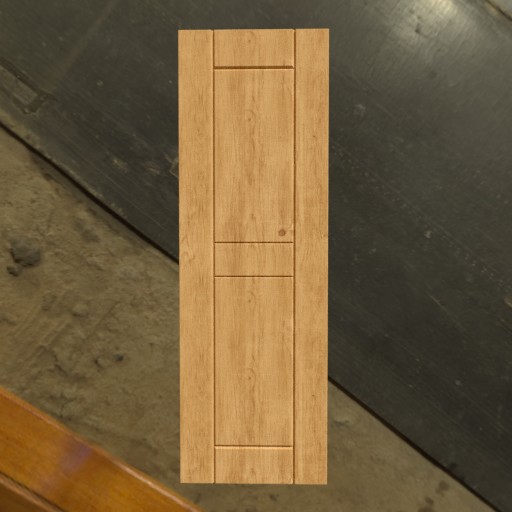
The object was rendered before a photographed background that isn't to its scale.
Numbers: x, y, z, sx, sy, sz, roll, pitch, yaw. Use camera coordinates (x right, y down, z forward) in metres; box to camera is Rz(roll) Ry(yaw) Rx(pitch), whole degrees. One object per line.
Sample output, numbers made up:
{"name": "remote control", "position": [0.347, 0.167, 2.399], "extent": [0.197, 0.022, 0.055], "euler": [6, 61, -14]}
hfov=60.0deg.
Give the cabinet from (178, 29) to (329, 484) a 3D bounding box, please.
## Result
{"name": "cabinet", "position": [0.000, 0.000, 1.693], "extent": [0.432, 0.810, 1.321], "euler": [0, 92, 1]}
